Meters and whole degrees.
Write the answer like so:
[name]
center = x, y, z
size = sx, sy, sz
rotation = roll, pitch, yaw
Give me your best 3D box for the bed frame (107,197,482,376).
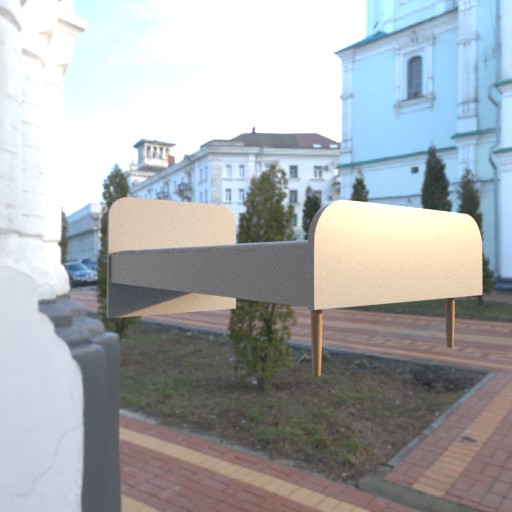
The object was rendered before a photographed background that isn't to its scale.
[bed frame]
center = 0.000, 0.000, 2.421
size = 0.998, 0.805, 1.963
rotation = 0, -1, -36
